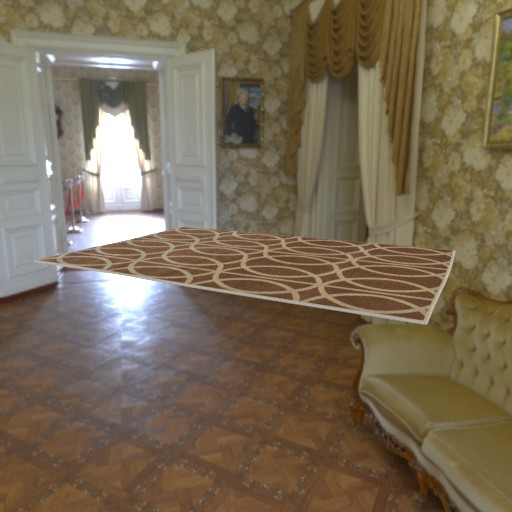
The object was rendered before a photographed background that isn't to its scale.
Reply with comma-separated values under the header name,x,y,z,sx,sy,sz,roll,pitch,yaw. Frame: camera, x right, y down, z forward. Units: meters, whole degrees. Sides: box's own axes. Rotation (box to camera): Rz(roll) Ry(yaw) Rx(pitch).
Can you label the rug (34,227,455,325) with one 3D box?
name,x,y,z,sx,sy,sz,roll,pitch,yaw
rug,0.000,0.000,2.868,2.294,0.014,1.528,6,14,27
